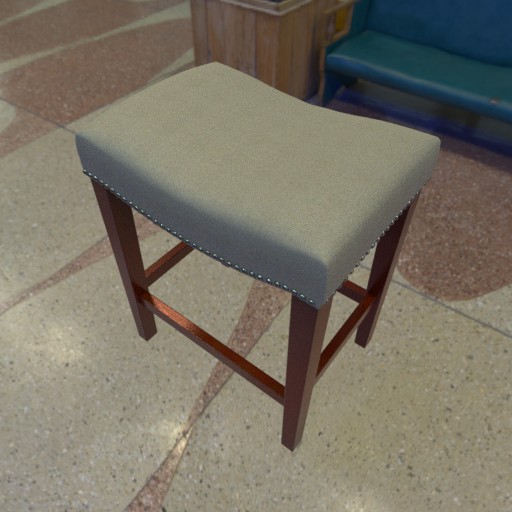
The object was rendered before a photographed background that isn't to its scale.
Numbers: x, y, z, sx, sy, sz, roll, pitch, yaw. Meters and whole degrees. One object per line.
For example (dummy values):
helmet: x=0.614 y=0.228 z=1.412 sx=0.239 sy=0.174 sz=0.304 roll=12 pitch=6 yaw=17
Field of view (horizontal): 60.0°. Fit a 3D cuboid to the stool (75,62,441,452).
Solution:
stool: x=0.000 y=0.000 z=0.942 sx=0.509 sy=0.632 sz=0.375 roll=29 pitch=53 yaw=25
